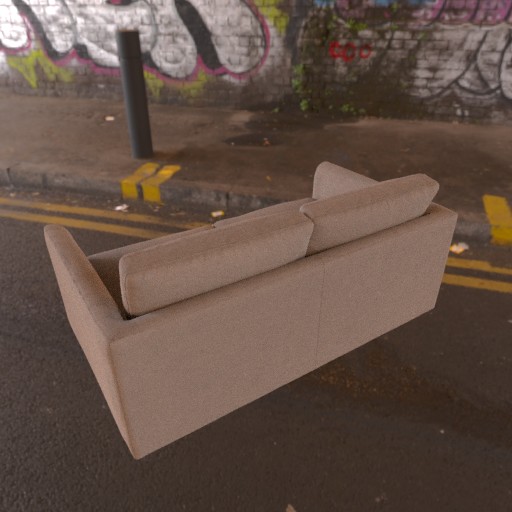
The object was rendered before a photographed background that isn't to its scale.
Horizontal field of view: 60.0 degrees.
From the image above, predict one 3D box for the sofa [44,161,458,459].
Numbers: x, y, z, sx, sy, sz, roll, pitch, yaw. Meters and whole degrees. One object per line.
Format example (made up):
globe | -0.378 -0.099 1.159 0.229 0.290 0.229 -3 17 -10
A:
sofa | 0.000 0.000 2.423 1.905 0.839 1.091 -18 35 -28
